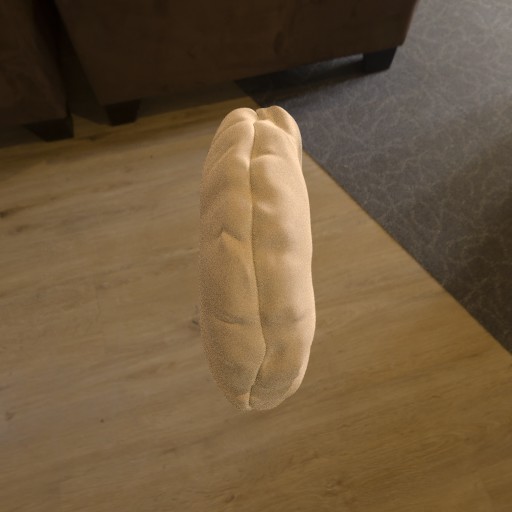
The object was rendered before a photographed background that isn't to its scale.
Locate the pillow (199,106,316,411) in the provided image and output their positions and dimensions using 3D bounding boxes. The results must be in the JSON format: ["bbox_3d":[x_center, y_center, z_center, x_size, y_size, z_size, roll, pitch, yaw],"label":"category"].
[{"bbox_3d":[0.000,0.000,0.649,0.148,0.407,0.428,0,64,0],"label":"pillow"}]
